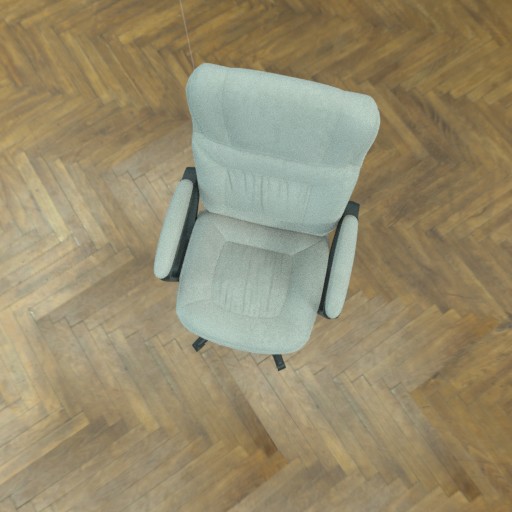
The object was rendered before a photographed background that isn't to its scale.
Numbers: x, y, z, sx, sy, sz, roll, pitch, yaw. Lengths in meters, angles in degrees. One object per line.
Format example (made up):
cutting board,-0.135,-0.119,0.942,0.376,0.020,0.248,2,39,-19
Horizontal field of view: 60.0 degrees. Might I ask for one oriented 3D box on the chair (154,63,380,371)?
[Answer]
chair,0.000,0.000,1.559,0.667,1.105,0.724,13,76,3
